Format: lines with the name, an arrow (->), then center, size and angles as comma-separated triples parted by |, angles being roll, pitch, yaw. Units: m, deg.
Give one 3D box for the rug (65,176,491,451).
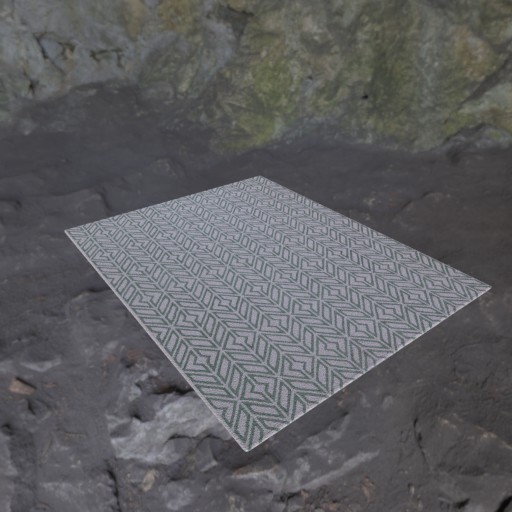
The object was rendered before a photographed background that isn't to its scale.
rug -> 0.000, 0.000, 3.960 | 2.441, 0.017, 3.050 | -22, 37, -31
